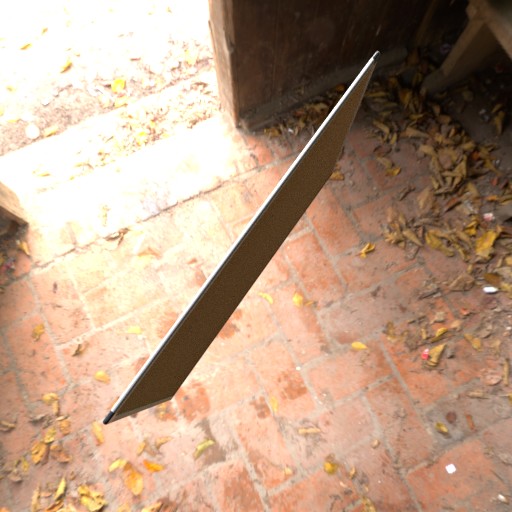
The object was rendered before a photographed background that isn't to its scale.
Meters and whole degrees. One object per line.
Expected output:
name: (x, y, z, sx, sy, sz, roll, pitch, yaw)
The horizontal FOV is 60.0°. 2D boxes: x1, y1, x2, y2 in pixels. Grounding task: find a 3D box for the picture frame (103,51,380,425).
picture frame: (0.000, 0.000, 1.127, 0.010, 0.600, 0.900, 34, 78, 8)
